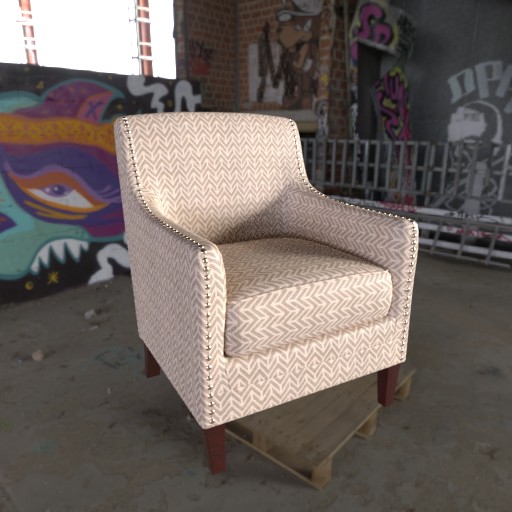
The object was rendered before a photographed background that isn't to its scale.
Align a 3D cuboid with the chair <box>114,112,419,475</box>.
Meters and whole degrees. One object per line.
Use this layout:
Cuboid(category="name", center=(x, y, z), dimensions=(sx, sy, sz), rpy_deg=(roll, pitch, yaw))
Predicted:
Cuboid(category="chair", center=(0.000, 0.000, 1.296), dimensions=(0.623, 0.816, 0.651), rpy_deg=(-9, 18, -28))
